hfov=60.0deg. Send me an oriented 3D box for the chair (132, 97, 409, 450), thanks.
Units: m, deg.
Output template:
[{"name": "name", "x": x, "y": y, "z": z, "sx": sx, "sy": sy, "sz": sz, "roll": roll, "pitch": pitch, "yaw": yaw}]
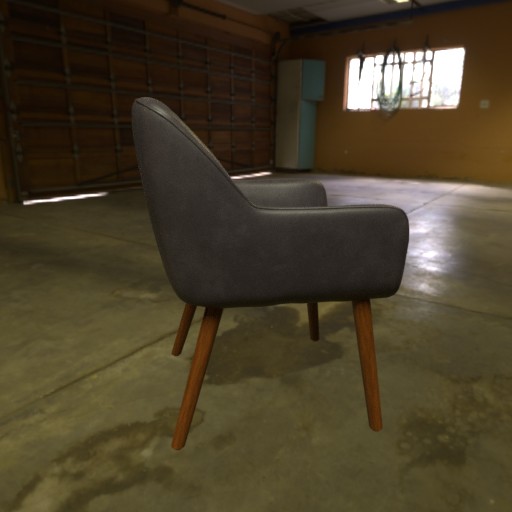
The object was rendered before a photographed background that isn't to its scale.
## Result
[{"name": "chair", "x": 0.000, "y": 0.000, "z": 1.256, "sx": 0.610, "sy": 0.828, "sz": 0.610, "roll": -3, "pitch": 16, "yaw": -10}]
